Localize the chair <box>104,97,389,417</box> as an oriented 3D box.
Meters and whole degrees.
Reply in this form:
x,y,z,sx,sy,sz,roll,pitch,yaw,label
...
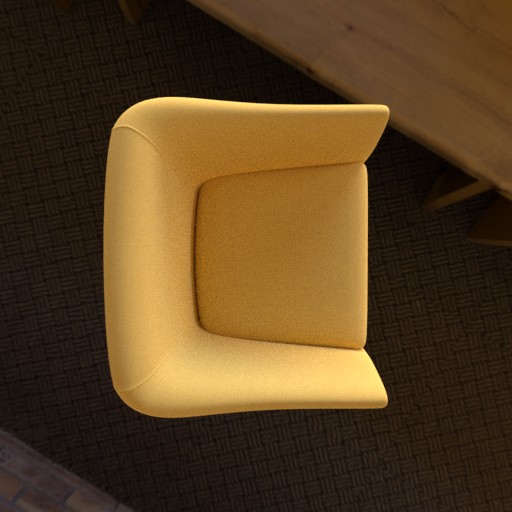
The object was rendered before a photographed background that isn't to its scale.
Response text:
x,y,z,sx,sy,sz,roll,pitch,yaw,label
0.000,0.000,1.355,0.700,0.720,0.790,0,91,0,chair
